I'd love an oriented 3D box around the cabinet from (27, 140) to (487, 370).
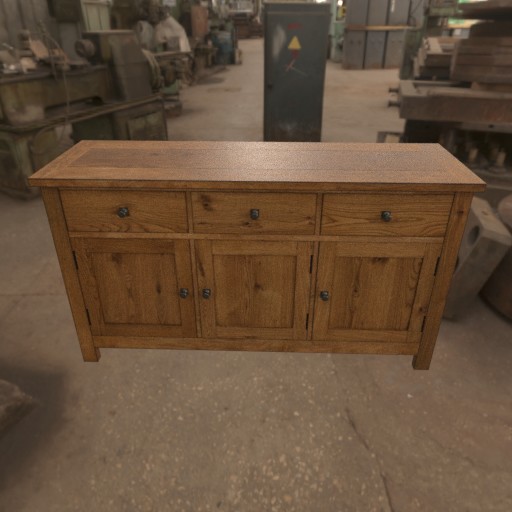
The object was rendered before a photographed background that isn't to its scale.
[{"bbox_3d":[0.000,0.000,1.821,1.474,0.813,0.480,1,29,2],"label":"cabinet"}]
